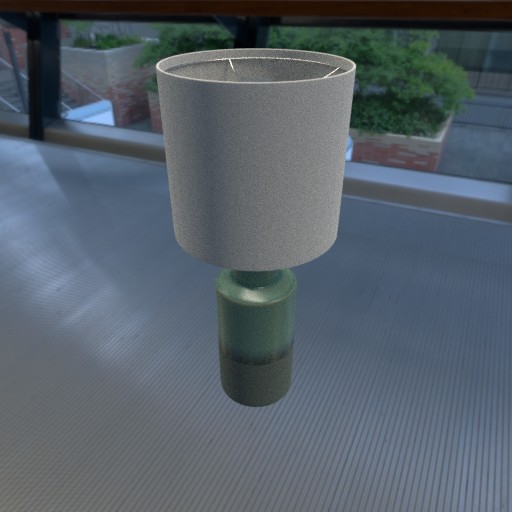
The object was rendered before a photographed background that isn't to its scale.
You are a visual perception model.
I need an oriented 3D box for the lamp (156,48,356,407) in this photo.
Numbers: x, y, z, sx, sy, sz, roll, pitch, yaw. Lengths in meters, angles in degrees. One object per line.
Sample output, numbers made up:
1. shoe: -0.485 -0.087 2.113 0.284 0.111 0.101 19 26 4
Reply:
1. lamp: 0.000 0.000 0.609 0.212 0.493 0.212 -11 34 -16
